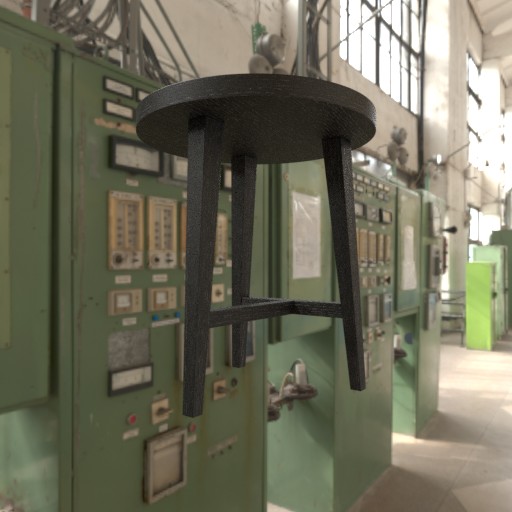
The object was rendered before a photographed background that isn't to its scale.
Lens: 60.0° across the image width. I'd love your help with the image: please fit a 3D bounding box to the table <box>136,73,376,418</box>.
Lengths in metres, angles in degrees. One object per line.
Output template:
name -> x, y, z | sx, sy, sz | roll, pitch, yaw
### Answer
table -> 0.000, 0.000, 0.759 | 0.399, 0.460, 0.399 | 0, -1, 0
